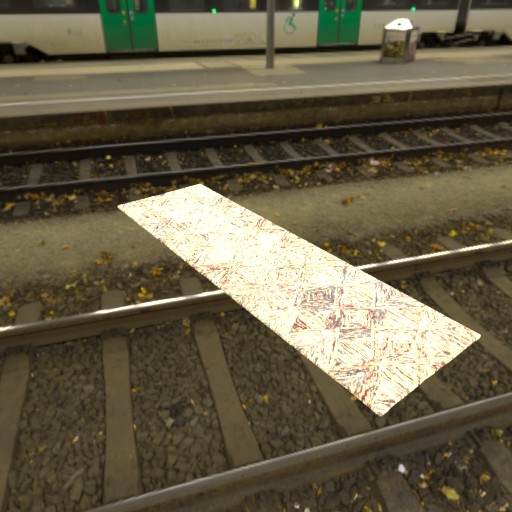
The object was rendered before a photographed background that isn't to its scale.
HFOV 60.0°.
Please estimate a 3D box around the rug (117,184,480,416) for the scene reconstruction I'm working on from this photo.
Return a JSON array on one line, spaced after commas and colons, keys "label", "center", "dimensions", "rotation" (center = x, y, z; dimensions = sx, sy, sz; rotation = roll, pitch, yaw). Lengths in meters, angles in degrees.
[{"label": "rug", "center": [0.000, 0.000, 2.515], "dimensions": [0.688, 0.015, 2.292], "rotation": [-22, 37, -32]}]
